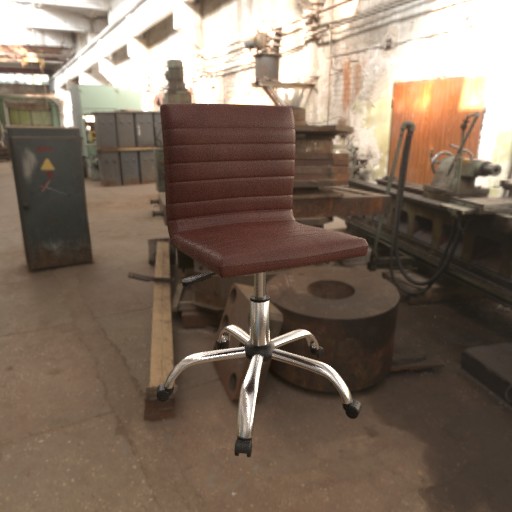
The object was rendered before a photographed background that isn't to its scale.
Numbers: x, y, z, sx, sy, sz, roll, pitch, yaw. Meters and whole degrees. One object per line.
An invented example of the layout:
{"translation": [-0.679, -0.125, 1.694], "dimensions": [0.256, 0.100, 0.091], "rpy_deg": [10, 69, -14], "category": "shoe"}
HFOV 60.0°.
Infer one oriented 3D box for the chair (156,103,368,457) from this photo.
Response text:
{"translation": [0.000, 0.000, 1.179], "dimensions": [0.556, 0.780, 0.530], "rpy_deg": [-8, 18, -26], "category": "chair"}
